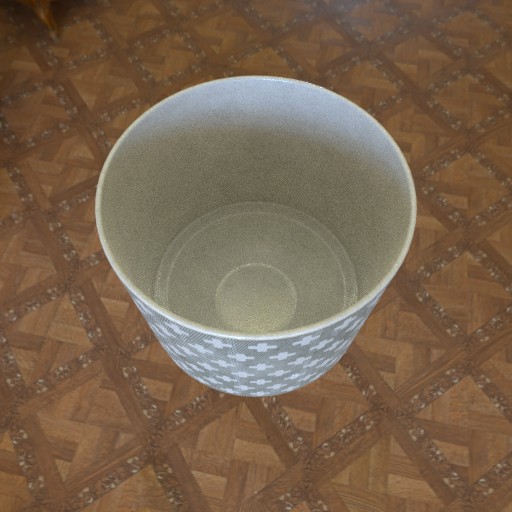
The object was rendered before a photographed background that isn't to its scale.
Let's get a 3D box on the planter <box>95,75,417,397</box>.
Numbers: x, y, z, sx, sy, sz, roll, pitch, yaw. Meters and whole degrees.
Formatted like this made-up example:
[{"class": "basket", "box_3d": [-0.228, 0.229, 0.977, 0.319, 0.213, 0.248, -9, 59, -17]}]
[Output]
[{"class": "planter", "box_3d": [0.000, 0.000, 0.344, 0.190, 0.181, 0.190, 0, 62, 0]}]
